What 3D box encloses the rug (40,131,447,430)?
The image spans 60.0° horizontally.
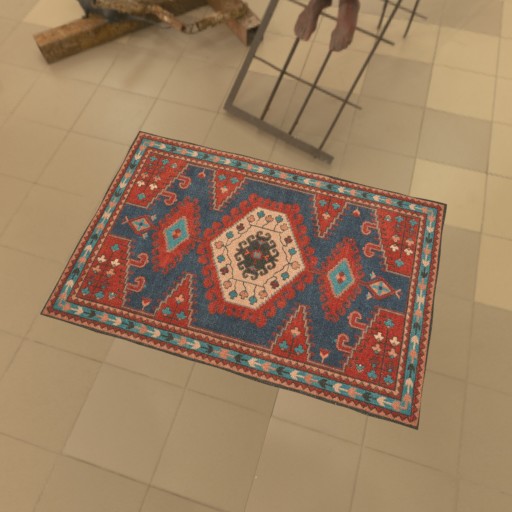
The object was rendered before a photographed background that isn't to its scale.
[{"bbox_3d":[0.000,0.000,2.275,1.820,0.012,1.207,15,64,7],"label":"rug"}]
